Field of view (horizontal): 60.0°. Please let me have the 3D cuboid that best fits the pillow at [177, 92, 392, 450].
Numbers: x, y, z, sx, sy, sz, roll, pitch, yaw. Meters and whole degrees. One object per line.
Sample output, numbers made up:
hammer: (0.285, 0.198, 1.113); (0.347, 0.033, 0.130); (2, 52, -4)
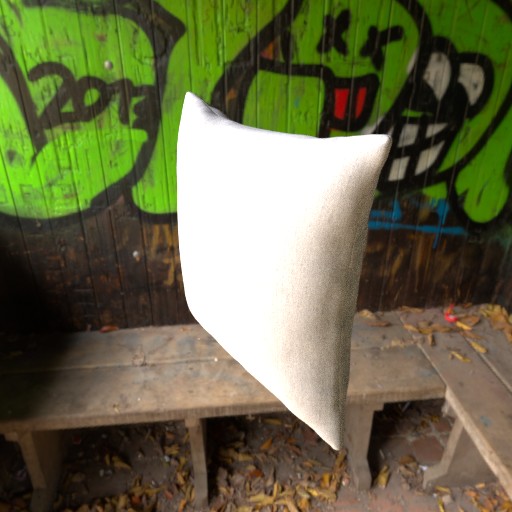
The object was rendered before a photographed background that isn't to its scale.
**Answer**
pillow: (0.000, 0.000, 0.683); (0.173, 0.436, 0.433); (-17, 32, -31)
